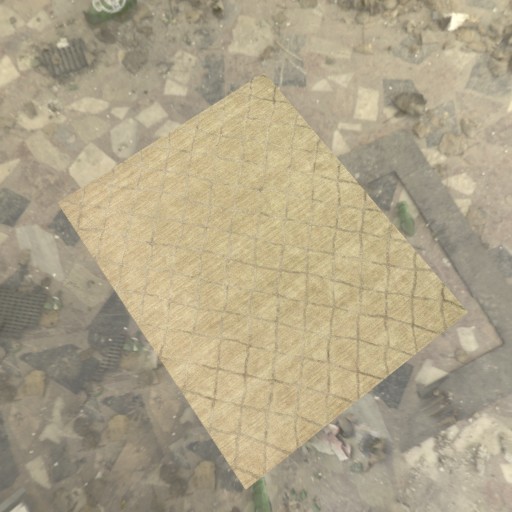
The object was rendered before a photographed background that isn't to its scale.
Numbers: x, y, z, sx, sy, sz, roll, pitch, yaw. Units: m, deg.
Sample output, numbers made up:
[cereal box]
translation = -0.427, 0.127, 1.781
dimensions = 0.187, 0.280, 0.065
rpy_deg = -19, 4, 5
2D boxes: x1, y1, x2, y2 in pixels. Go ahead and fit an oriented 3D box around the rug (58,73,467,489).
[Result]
[rug]
translation = 0.000, 0.000, 4.053
dimensions = 2.420, 0.019, 3.038
rpy_deg = -35, 78, -9
